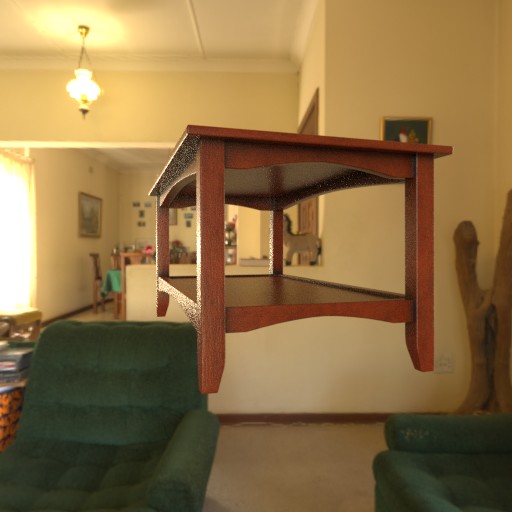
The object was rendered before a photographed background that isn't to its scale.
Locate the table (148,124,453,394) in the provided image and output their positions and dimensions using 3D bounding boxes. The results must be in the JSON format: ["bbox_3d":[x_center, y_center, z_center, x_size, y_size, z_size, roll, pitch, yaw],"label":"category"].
[{"bbox_3d":[0.000,0.000,1.260,0.533,0.456,0.943,0,1,-17],"label":"table"}]
